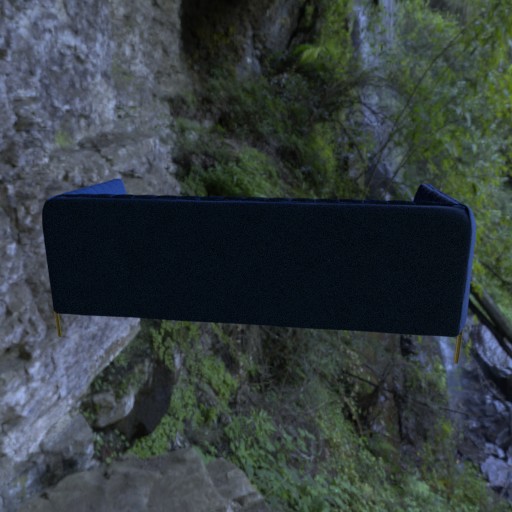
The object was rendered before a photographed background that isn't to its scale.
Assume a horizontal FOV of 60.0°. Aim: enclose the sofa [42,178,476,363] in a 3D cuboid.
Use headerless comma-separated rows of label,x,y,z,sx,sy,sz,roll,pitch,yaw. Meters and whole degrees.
sofa,0.000,0.000,2.562,2.136,0.793,0.896,2,17,7
